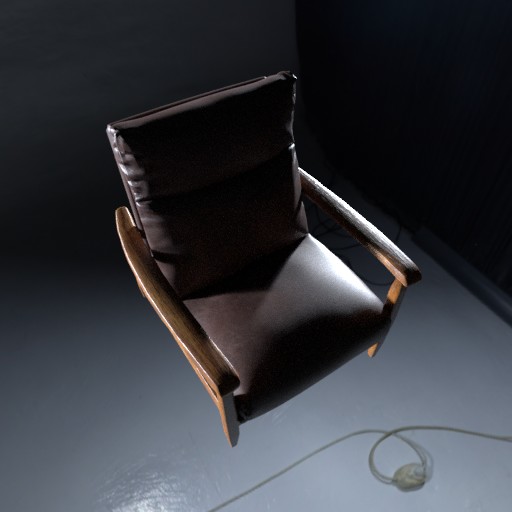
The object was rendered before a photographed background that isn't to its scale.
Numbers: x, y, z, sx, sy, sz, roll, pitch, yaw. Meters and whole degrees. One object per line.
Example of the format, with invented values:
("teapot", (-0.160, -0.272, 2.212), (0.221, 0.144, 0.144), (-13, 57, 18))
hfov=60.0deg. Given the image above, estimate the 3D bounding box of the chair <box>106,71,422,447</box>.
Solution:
("chair", (0.000, 0.000, 1.517), (0.782, 0.897, 0.830), (-25, 53, -21))
